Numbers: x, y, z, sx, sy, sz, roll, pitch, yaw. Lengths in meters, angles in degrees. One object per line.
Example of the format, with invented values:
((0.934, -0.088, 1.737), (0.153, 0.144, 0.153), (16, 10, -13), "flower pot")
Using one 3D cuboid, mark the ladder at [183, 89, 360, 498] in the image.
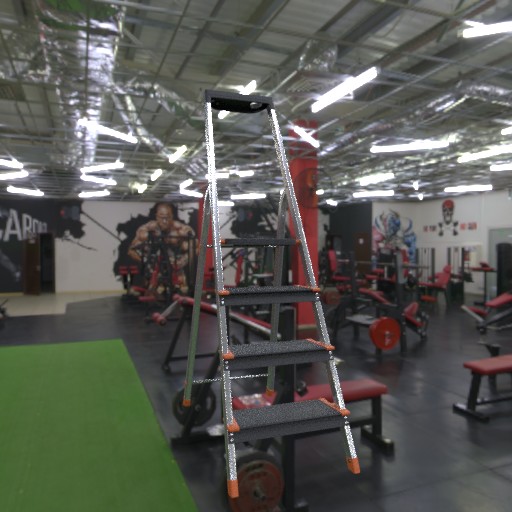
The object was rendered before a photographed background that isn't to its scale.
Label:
((0.000, 0.000, 1.776), (0.452, 1.429, 0.834), (-1, 2, -19), "ladder")
